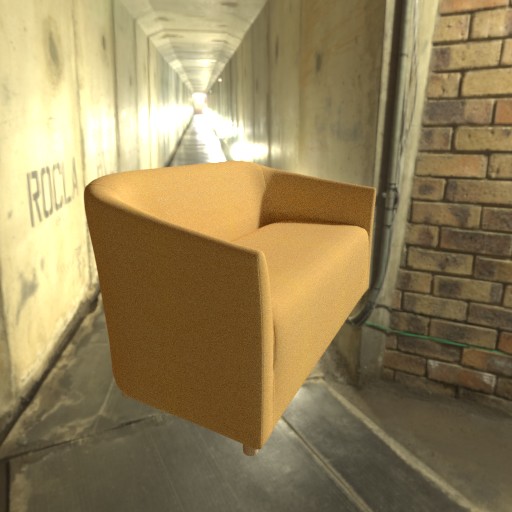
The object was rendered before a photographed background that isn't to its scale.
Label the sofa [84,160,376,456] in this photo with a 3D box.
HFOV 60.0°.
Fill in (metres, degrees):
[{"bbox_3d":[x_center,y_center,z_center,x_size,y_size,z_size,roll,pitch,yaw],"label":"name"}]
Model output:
[{"bbox_3d":[0.000,0.000,1.830,0.705,0.721,1.452,7,17,24],"label":"sofa"}]
